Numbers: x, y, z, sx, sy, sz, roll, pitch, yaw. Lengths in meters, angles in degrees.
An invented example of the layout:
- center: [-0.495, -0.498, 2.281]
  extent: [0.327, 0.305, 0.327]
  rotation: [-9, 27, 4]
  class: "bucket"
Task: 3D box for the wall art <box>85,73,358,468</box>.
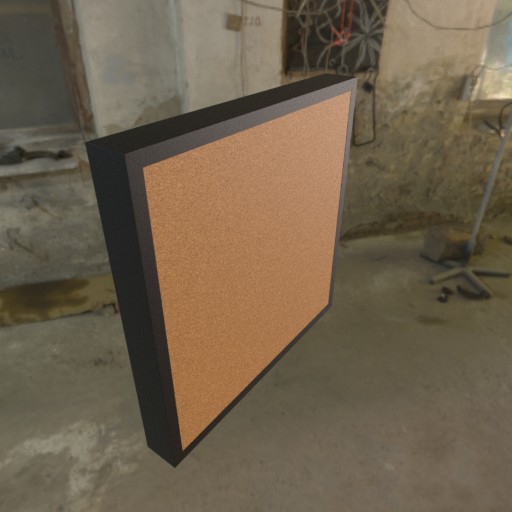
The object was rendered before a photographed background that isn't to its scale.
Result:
- center: [0.000, 0.000, 0.449]
  extent: [0.038, 0.304, 0.305]
  rotation: [22, 38, 31]
  class: "wall art"
